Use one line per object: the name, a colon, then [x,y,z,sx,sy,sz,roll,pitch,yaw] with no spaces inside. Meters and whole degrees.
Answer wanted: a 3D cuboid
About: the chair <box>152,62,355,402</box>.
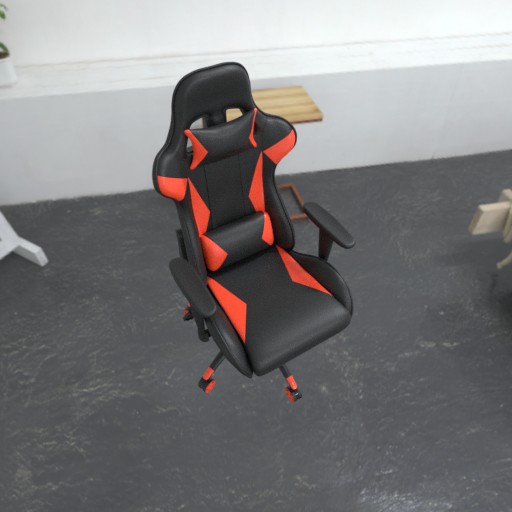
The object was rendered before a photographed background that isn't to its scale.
chair: [0.000,0.000,1.721,0.695,1.282,0.730,-24,52,-21]
